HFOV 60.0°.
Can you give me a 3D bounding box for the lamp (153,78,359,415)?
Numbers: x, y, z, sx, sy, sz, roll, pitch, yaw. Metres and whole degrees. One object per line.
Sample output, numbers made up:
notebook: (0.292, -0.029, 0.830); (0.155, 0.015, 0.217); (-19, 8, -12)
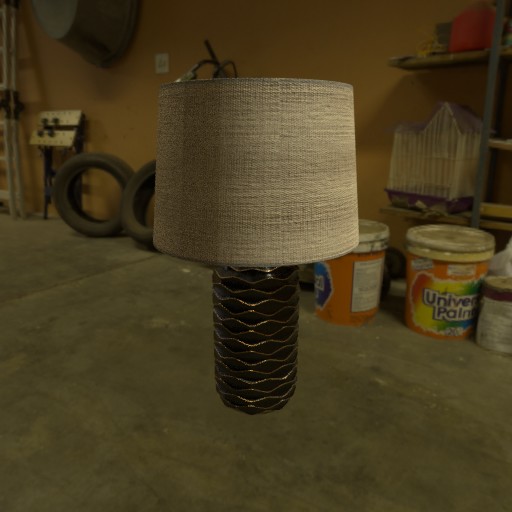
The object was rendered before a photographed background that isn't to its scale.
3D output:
lamp: (0.000, 0.000, 0.838); (0.376, 0.594, 0.376); (0, 16, 0)
